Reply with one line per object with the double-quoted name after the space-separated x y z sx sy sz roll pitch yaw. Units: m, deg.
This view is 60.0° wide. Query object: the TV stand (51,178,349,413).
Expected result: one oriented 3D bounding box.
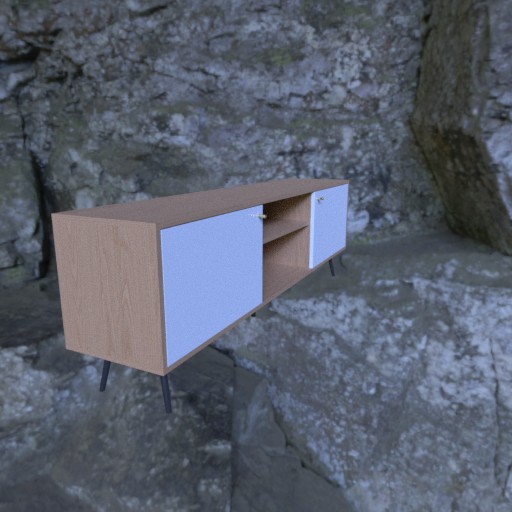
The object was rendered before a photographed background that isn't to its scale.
0.000 0.000 1.991 0.400 0.580 1.760 7 15 26 "TV stand"
